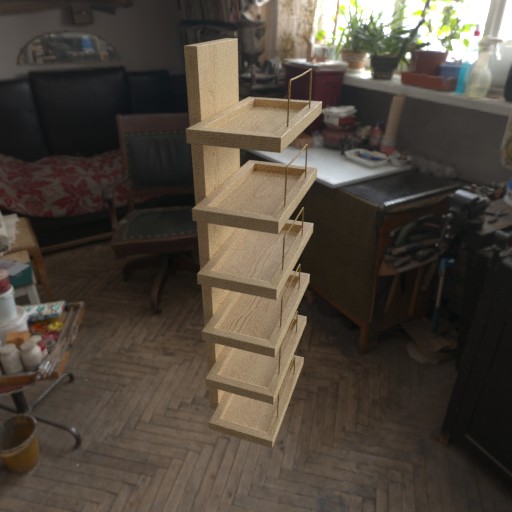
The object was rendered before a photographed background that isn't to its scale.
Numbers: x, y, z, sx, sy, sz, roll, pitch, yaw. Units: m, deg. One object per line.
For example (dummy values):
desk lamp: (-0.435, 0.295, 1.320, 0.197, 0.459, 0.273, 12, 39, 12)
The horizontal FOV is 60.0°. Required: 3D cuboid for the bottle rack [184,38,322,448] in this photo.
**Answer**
bottle rack: (0.000, 0.000, 1.086, 0.206, 0.943, 0.330, 10, 31, 17)
